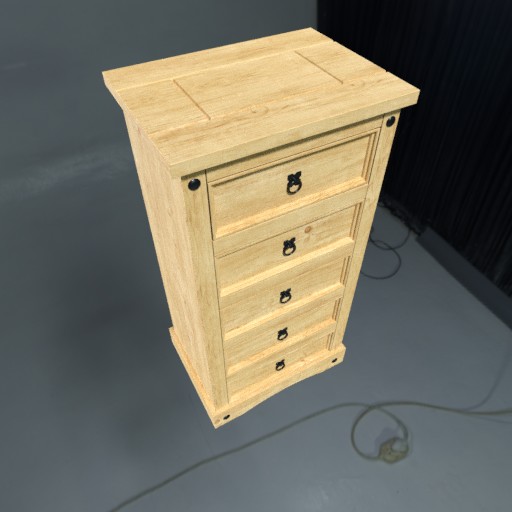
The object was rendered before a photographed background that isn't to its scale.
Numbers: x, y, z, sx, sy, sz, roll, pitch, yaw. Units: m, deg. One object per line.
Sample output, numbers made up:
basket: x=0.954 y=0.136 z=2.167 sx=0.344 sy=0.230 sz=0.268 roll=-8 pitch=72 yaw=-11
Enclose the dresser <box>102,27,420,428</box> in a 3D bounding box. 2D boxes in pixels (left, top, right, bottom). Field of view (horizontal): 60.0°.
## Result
dresser: x=0.000 y=0.000 z=1.287 sx=0.531 sy=1.041 sz=0.390 roll=-22 pitch=50 yaw=-20
